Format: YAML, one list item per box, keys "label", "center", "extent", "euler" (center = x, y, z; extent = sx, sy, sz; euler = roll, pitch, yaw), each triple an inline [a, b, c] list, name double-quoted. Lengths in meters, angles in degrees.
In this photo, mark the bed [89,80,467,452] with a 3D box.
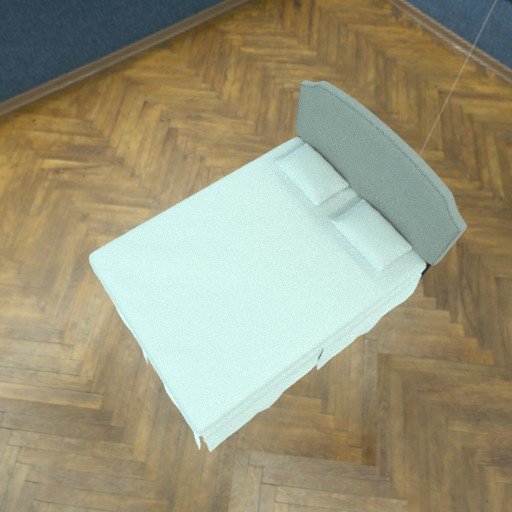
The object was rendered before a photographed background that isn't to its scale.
- label: "bed"
  center: [0.000, 0.000, 3.021]
  extent: [1.999, 1.270, 1.558]
  euler: [-33, 67, -16]
